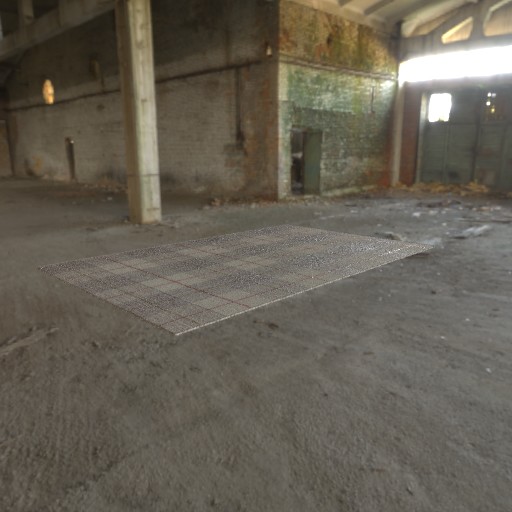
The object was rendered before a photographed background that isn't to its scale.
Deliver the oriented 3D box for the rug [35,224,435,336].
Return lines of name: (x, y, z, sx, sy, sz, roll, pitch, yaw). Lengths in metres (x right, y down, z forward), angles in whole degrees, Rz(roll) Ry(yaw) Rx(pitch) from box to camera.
rug: (0.000, 0.000, 3.162, 1.549, 0.010, 2.464, 13, 18, 43)
